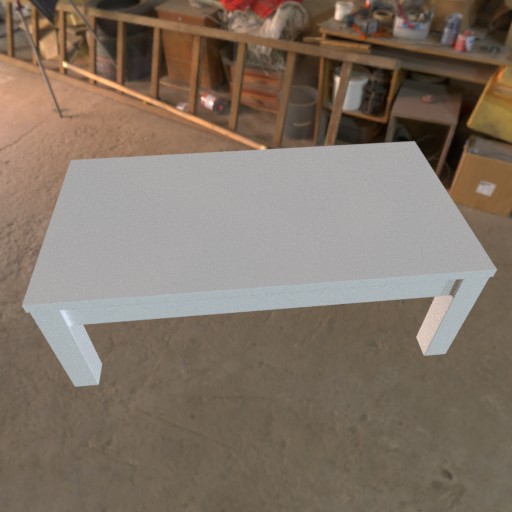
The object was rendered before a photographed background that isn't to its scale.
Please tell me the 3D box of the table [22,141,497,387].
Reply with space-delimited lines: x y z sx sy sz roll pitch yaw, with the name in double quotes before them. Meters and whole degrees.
"table" 0.000 0.000 1.662 1.350 0.470 0.700 -4 46 -4
